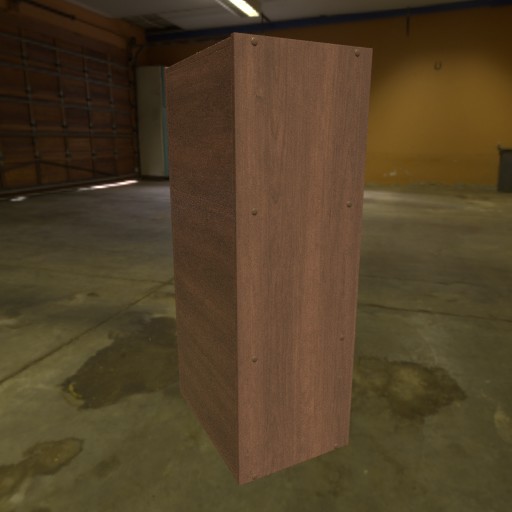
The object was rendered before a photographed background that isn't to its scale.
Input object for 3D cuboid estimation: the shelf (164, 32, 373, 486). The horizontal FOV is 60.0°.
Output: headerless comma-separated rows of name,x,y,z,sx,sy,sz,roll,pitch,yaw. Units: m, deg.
shelf,0.000,0.000,1.070,0.290,0.879,0.414,-7,16,-26
